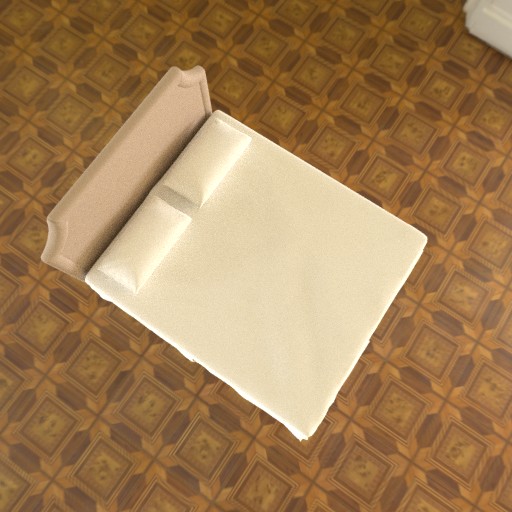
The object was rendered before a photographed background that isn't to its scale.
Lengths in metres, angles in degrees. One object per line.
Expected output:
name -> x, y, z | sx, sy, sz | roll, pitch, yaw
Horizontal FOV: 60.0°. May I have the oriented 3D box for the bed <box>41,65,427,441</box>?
bed -> 0.000, 0.000, 4.104 | 2.773, 1.590, 2.350 | 33, 78, 8
